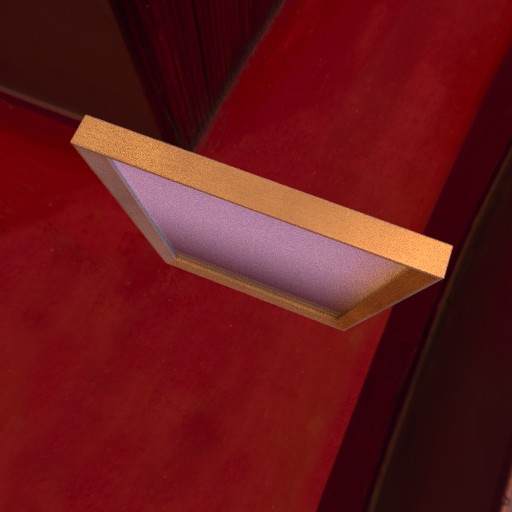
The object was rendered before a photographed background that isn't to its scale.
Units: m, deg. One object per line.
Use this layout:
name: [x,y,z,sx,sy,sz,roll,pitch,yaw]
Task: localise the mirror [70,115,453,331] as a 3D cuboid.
mirror: [0.000,0.000,0.698,0.406,0.509,0.041,21,76,5]
